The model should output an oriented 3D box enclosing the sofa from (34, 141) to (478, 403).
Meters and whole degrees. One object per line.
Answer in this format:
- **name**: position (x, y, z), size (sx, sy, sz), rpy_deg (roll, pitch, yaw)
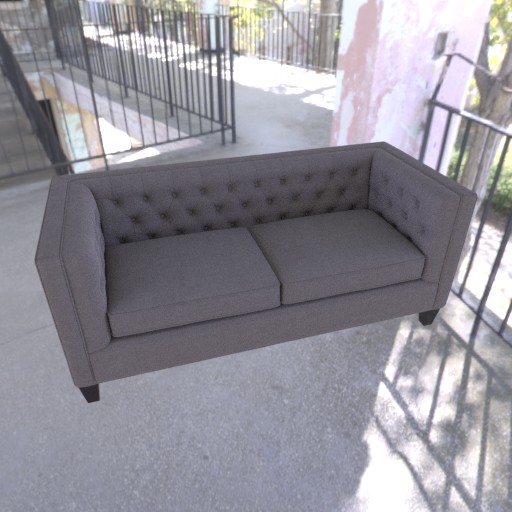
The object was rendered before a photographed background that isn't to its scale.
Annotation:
- **sofa**: position (0.000, 0.000, 2.194), size (1.778, 0.762, 0.775), rpy_deg (-9, 34, -14)
